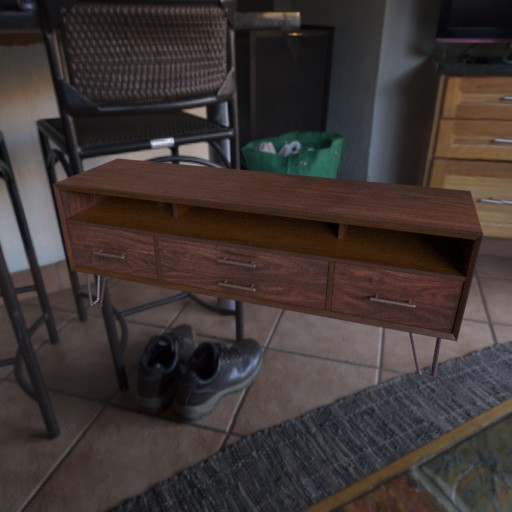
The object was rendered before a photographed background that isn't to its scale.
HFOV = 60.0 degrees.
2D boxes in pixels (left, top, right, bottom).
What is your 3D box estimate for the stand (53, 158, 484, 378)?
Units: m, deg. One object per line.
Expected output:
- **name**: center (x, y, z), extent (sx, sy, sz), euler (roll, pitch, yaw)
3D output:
- **stand**: center (0.000, 0.000, 1.918), extent (1.626, 0.610, 0.481), euler (9, 28, 17)
